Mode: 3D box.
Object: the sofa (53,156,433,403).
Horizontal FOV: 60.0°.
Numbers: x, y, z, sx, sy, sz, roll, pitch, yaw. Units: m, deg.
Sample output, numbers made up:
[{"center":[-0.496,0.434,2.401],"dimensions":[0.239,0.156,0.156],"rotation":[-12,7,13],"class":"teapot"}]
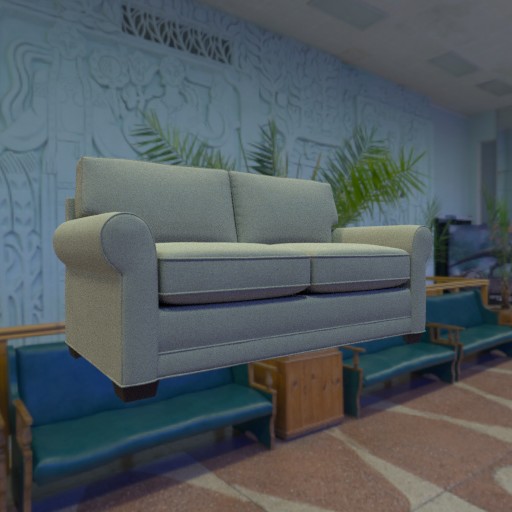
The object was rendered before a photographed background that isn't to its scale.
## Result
[{"center":[0.000,0.000,2.223],"dimensions":[1.774,0.933,0.861],"rotation":[-1,2,-35],"class":"sofa"}]
